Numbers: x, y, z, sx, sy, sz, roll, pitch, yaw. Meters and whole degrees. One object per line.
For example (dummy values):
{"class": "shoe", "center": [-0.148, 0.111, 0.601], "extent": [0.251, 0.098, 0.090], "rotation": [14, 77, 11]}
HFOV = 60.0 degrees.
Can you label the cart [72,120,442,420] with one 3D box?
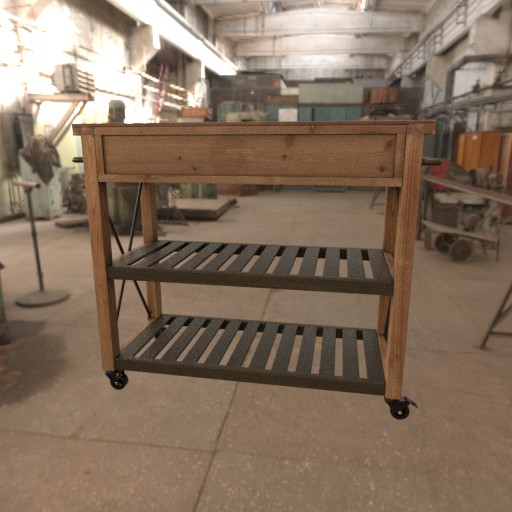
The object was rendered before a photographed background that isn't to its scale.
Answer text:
{"class": "cart", "center": [0.000, 0.000, 0.979], "extent": [0.686, 0.554, 0.298], "rotation": [3, 14, 10]}
